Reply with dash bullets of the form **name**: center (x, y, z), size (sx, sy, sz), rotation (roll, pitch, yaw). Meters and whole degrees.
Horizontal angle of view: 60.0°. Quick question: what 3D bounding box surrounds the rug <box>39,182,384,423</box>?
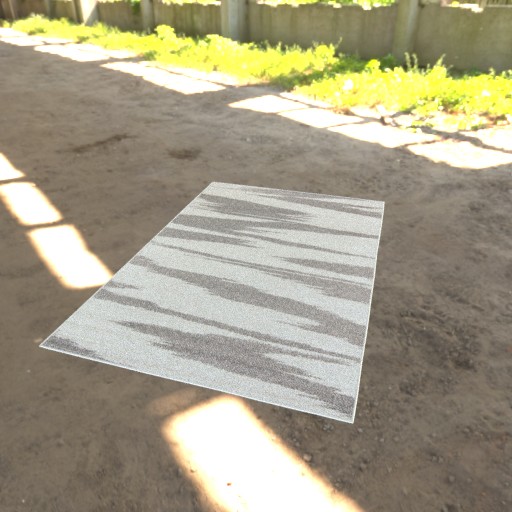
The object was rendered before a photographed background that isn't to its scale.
- **rug**: center (0.000, 0.000, 2.332), size (1.225, 0.008, 1.827), rotation (9, 32, 15)
